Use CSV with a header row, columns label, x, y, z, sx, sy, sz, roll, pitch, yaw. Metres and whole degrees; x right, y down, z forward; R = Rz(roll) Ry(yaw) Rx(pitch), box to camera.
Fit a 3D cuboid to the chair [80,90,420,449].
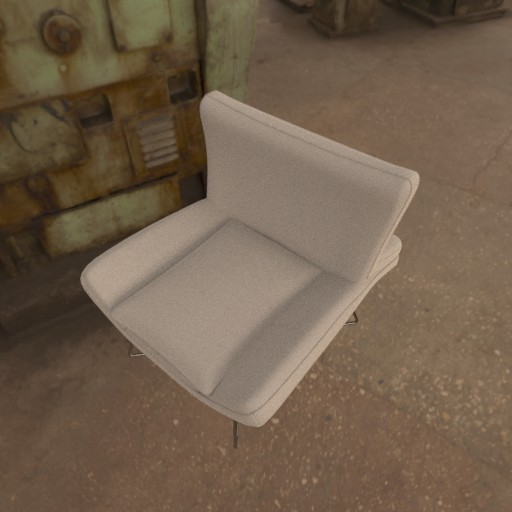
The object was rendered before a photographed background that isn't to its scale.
label,x,y,z,sx,sy,sz,roll,pitch,yaw
chair,0.000,0.000,1.646,0.859,0.855,1.008,31,54,26
